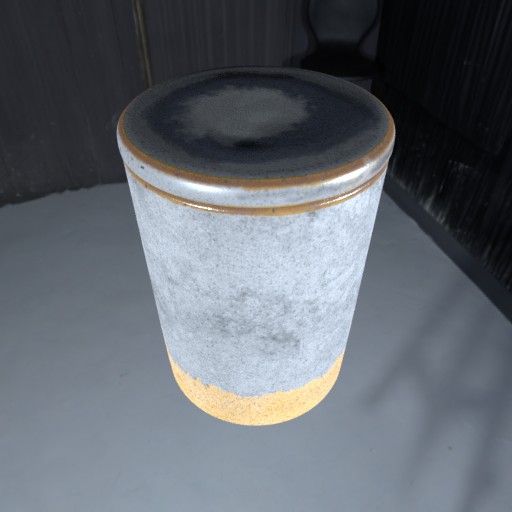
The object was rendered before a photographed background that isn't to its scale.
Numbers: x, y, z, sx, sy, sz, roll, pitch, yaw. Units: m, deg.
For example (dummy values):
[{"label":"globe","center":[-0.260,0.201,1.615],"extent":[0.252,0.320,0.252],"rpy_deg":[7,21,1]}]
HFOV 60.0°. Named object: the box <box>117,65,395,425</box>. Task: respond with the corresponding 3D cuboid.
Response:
[{"label":"box","center":[0.000,0.000,0.245],"extent":[0.118,0.168,0.118],"rpy_deg":[0,42,0]}]
